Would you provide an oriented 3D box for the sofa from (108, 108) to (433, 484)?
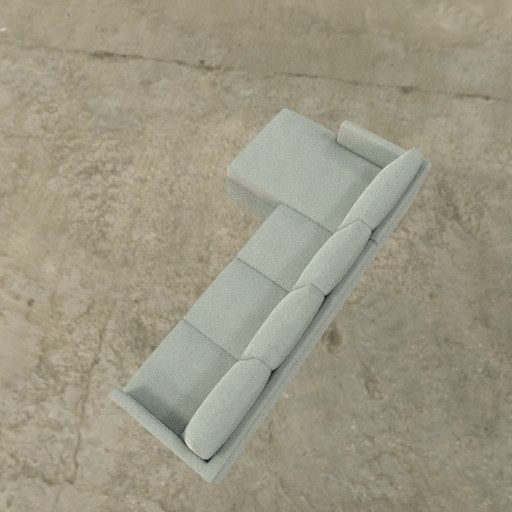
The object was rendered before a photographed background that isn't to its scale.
[{"bbox_3d":[0.000,0.000,3.853,1.650,0.922,3.205,33,68,16],"label":"sofa"}]
